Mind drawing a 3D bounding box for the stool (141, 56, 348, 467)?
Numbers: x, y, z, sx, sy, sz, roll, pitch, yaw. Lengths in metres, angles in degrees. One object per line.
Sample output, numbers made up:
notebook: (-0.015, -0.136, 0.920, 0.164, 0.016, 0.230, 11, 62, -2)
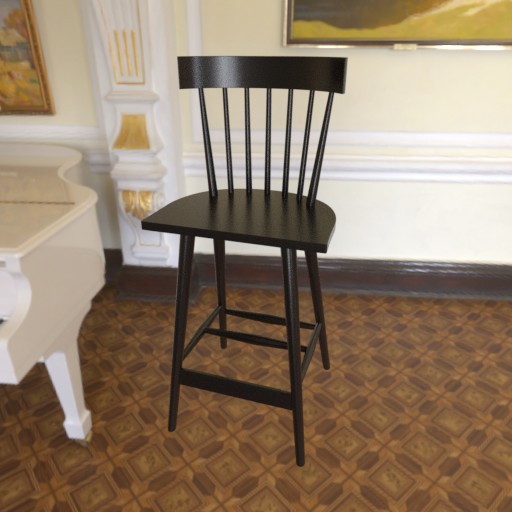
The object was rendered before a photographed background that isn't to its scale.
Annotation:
stool: (0.000, 0.000, 1.333, 0.482, 1.092, 0.483, 8, 26, 16)
